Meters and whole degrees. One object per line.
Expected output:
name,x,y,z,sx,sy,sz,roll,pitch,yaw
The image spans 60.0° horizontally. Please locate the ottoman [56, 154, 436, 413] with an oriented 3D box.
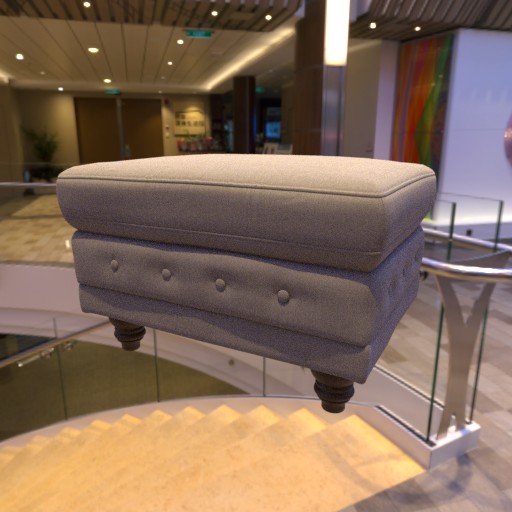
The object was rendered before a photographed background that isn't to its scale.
ottoman,0.000,0.000,1.131,0.771,0.500,0.569,8,17,28
